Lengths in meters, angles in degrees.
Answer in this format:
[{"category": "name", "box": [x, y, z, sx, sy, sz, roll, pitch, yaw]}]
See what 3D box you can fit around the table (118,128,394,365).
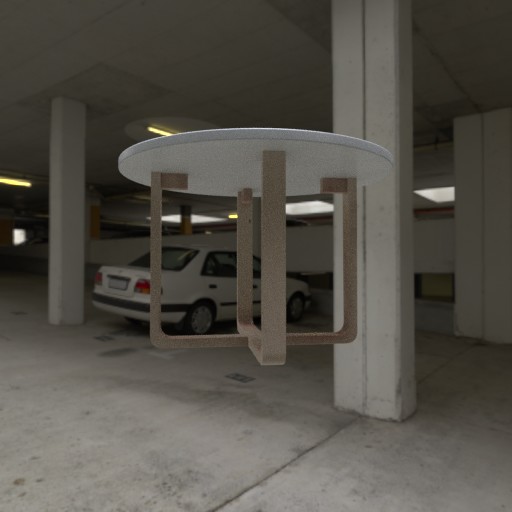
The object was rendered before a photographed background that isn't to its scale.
[{"category": "table", "box": [0.000, 0.000, 1.008, 0.600, 0.400, 0.600, 0, -1, 0]}]
